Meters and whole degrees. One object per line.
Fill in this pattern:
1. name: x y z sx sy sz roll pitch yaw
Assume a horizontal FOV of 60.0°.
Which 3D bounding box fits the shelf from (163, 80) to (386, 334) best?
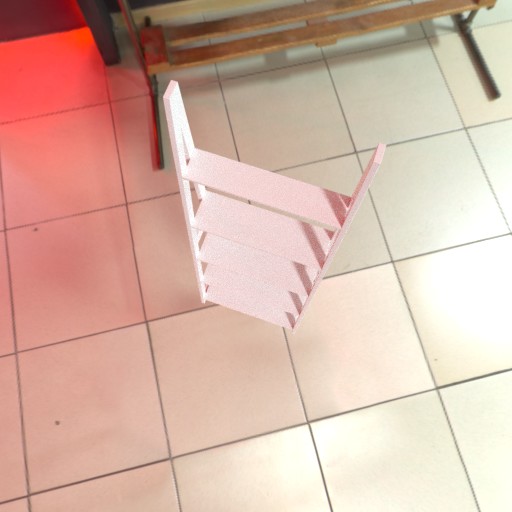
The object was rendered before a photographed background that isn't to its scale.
1. shelf: 0.000 0.000 2.042 0.636 1.779 0.341 18 75 5
